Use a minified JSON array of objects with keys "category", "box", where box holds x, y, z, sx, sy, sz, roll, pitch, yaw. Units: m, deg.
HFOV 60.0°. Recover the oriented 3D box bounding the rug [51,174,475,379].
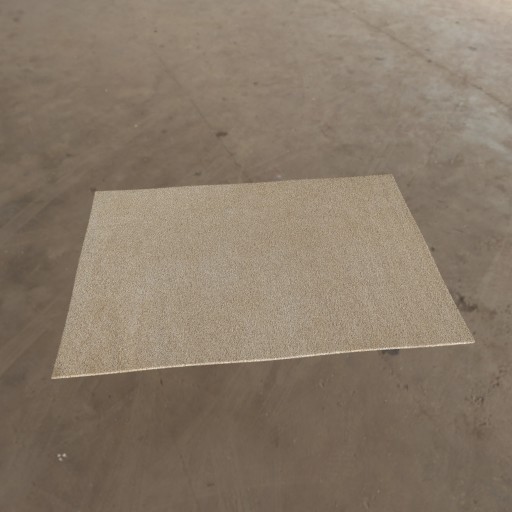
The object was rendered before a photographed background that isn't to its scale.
[{"category":"rug","box":[0.000,0.000,3.417,2.699,0.025,1.800,-4,48,-4]}]
